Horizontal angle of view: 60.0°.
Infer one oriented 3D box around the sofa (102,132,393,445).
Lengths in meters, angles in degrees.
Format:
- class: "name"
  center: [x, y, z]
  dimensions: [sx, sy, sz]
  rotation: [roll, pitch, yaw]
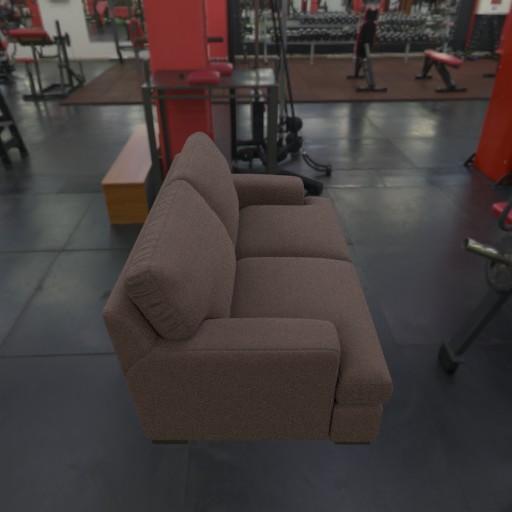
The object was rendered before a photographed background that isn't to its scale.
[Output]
- class: "sofa"
  center: [0.000, 0.000, 2.528]
  dimensions: [1.140, 0.950, 1.869]
  rotation: [0, 32, 0]
